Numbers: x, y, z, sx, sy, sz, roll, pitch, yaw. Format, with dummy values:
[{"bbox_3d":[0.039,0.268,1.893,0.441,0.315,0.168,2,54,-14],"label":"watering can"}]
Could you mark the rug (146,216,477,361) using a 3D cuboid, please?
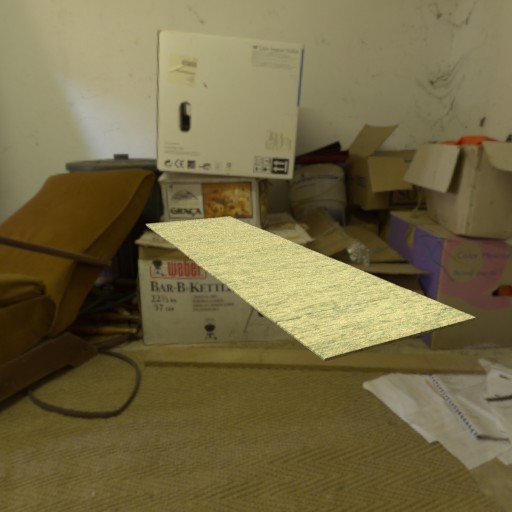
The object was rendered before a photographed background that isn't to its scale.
[{"bbox_3d":[0.000,0.000,2.487,0.700,0.014,2.290,-8,18,-26],"label":"rug"}]
